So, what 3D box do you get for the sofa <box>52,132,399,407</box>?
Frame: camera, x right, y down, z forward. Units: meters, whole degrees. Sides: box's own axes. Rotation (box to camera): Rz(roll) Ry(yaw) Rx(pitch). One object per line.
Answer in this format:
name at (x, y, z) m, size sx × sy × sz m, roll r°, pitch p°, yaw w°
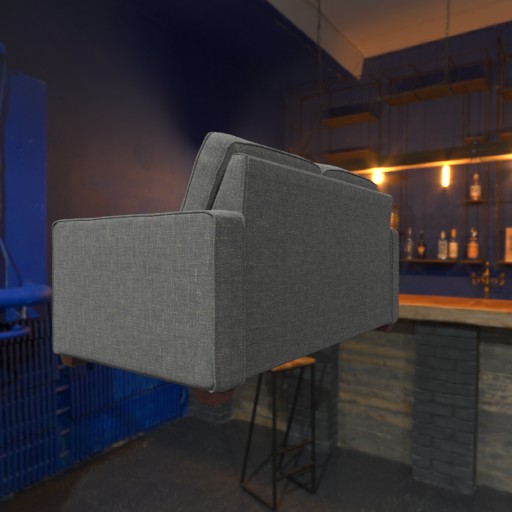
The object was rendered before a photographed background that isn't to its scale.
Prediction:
sofa at (0.000, 0.000, 2.280) m, size 0.947 × 0.918 × 1.709 m, roll 1°, pitch 1°, yaw 36°
